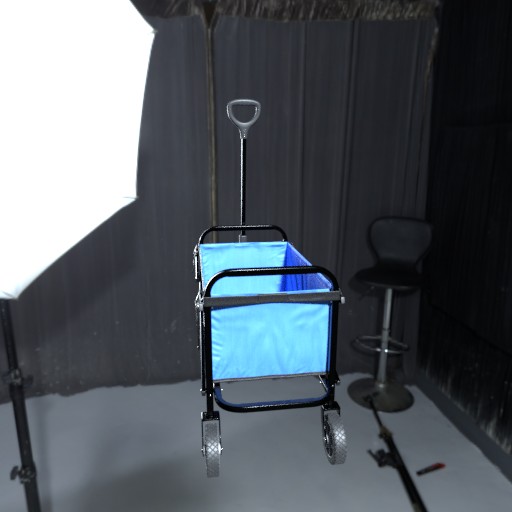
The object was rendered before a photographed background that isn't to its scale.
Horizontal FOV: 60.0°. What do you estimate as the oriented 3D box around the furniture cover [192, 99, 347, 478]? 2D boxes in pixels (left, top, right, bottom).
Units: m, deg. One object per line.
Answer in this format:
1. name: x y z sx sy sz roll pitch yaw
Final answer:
1. furniture cover: 0.000 0.000 1.817 0.532 1.295 1.038 -2 14 -8
